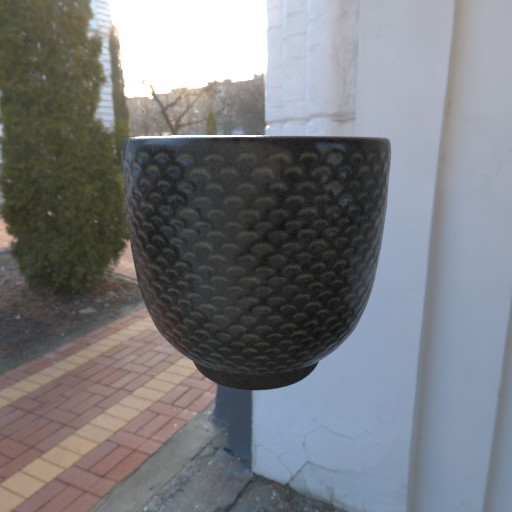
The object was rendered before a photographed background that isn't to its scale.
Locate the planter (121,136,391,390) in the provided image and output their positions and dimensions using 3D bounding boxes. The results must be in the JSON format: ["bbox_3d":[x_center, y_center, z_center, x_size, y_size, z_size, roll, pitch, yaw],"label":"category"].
[{"bbox_3d":[0.000,0.000,0.311,0.172,0.160,0.172,0,14,0],"label":"planter"}]
